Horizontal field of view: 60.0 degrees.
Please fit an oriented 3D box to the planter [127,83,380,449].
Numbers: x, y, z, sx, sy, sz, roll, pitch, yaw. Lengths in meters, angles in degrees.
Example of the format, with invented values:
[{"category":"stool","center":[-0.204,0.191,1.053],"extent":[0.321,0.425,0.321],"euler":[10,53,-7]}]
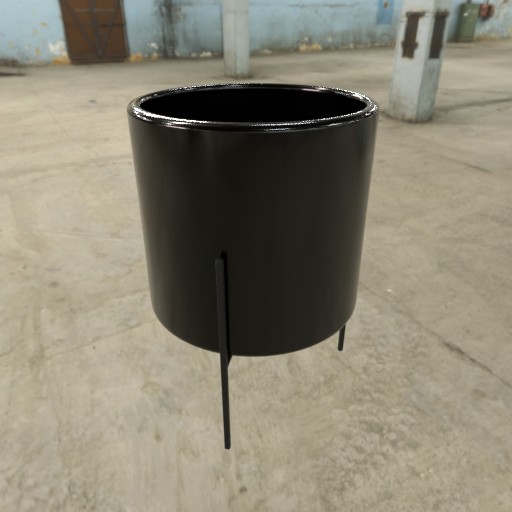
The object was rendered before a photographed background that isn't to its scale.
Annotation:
[{"category":"planter","center":[0.000,0.000,0.639],"extent":[0.310,0.432,0.310],"euler":[-1,29,-2]}]
